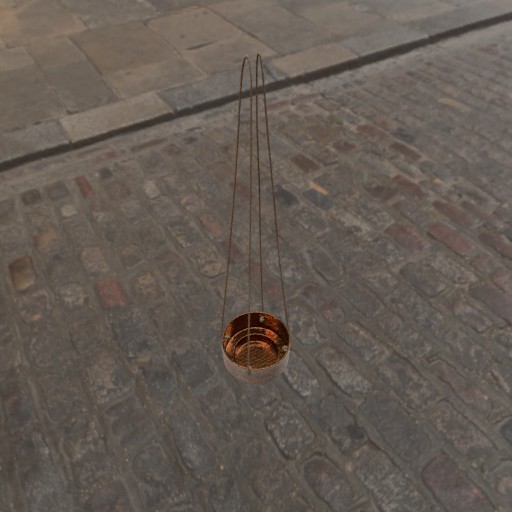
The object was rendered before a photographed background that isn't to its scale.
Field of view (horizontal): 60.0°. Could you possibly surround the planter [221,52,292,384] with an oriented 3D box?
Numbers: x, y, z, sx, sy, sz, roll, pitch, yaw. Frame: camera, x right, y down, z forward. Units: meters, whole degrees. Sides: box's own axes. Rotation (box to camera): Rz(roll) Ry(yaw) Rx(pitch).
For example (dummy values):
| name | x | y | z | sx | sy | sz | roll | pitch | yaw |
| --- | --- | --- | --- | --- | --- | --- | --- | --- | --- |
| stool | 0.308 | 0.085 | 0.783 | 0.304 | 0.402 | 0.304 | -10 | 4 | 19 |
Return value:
| name | x | y | z | sx | sy | sz | roll | pitch | yaw |
| --- | --- | --- | --- | --- | --- | --- | --- | --- | --- |
| planter | 0.000 | 0.000 | 1.150 | 0.223 | 1.030 | 0.223 | -25 | 51 | -22 |
